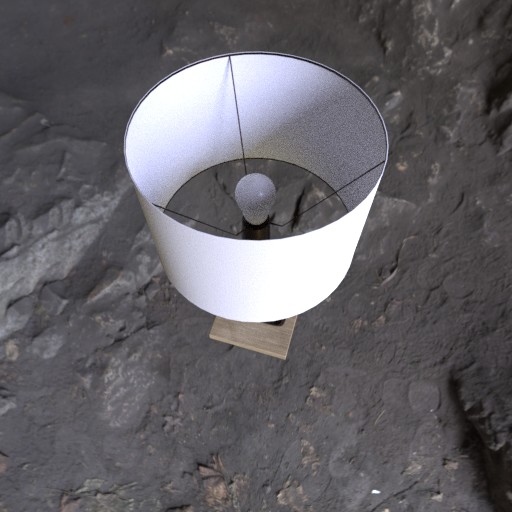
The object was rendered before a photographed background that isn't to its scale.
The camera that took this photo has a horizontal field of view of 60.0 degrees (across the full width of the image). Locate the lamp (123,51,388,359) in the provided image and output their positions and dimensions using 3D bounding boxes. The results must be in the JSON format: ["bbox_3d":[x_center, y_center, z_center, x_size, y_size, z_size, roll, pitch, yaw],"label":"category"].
[{"bbox_3d":[0.000,0.000,0.688,0.279,0.508,0.279,14,60,9],"label":"lamp"}]
